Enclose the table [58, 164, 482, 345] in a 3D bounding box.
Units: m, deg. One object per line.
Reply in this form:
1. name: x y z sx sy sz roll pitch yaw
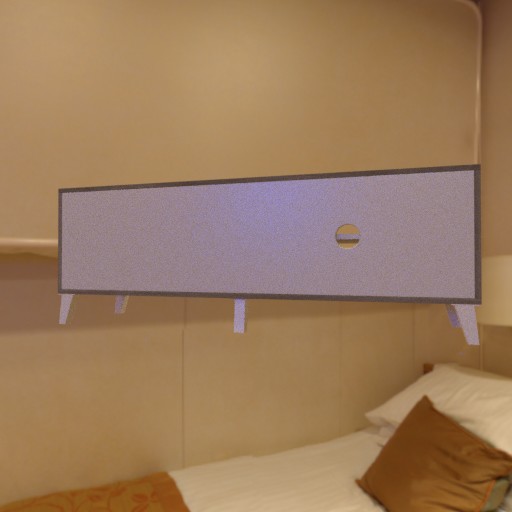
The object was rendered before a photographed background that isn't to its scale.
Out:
1. table: 0.000 0.000 1.706 1.500 0.530 0.400 0 -1 17
